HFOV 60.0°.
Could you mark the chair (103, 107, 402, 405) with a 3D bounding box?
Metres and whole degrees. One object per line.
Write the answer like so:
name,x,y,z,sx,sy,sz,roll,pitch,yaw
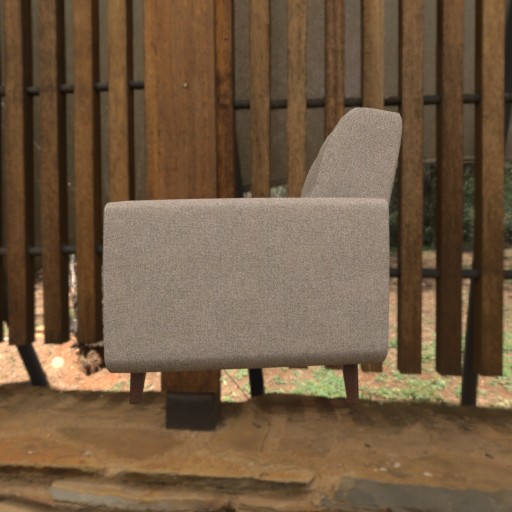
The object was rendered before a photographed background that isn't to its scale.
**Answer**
chair,0.000,0.000,1.705,0.942,0.968,0.845,0,1,0
